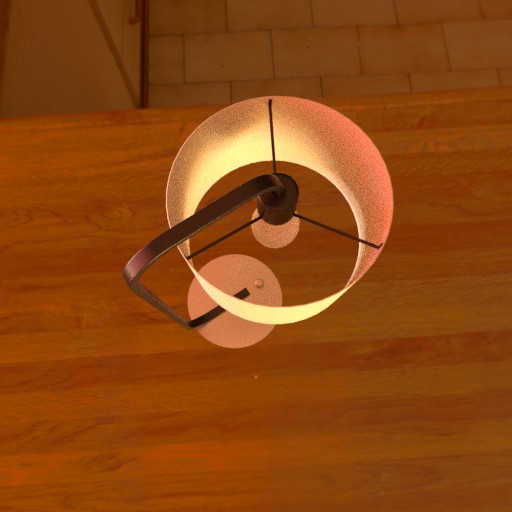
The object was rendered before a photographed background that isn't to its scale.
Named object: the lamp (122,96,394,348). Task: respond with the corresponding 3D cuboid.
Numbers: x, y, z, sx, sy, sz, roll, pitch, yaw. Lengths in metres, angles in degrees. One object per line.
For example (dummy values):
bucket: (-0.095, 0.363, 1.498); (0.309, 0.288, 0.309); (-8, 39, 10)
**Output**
lamp: (0.000, 0.000, 0.616); (0.288, 0.473, 0.230); (-33, 77, -8)
